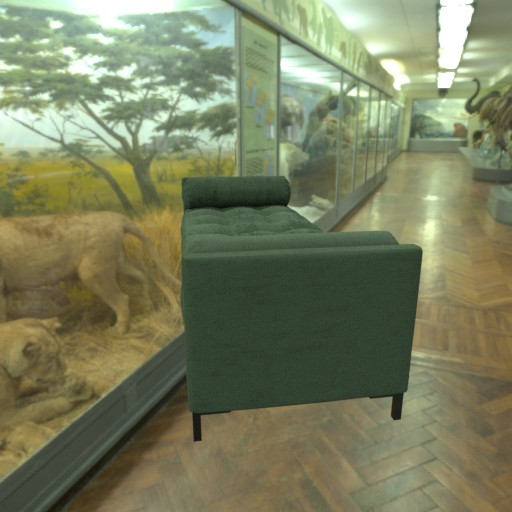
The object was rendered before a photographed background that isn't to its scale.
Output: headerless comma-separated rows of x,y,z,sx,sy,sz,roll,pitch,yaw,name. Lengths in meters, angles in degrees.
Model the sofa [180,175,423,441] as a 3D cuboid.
0.000,0.000,2.439,0.817,0.681,2.130,-3,17,-9,sofa
